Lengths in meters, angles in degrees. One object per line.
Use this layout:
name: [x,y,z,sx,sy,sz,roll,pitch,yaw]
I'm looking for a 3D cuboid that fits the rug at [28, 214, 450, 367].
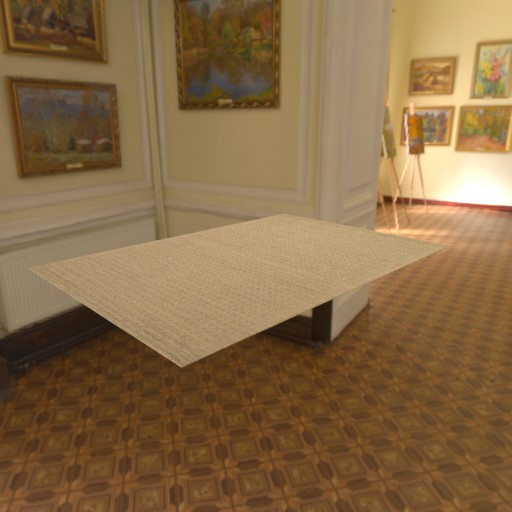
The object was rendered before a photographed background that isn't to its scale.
rug: [0.000,0.000,3.652,2.895,0.006,1.981,-16,23,-42]
